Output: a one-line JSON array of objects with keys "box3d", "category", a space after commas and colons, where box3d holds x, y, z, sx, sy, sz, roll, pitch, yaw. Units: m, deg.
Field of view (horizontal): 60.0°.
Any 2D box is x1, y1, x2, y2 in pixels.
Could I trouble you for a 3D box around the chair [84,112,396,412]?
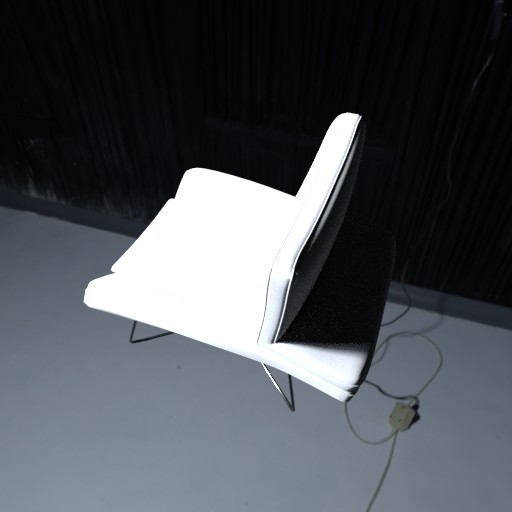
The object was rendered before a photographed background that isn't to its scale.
[{"box3d": [0.000, 0.000, 1.685, 1.008, 0.855, 0.859, 15, 47, 15], "category": "chair"}]
